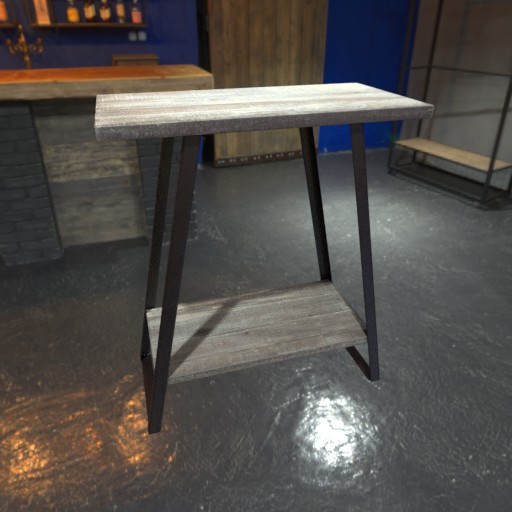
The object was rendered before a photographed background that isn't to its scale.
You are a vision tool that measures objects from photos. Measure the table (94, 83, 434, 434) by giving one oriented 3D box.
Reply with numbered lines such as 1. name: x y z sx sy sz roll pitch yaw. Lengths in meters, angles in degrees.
1. table: 0.000 0.000 1.039 0.599 0.701 0.300 -8 30 -15
